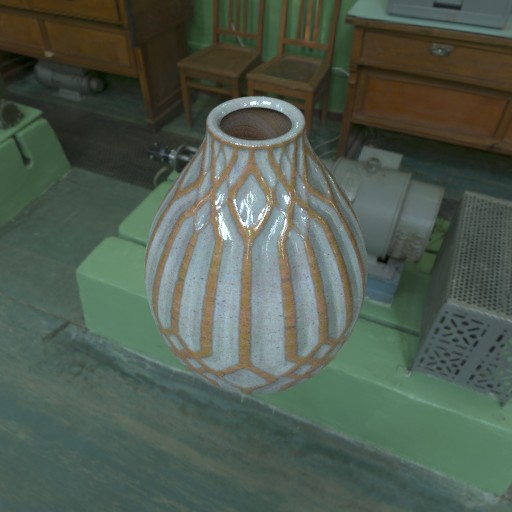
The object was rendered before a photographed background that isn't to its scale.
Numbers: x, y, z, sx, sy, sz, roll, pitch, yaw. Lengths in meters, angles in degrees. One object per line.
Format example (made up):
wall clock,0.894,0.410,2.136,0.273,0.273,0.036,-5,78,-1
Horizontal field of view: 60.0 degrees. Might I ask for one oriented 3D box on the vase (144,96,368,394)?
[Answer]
vase,0.000,0.000,0.259,0.131,0.175,0.131,0,46,0
